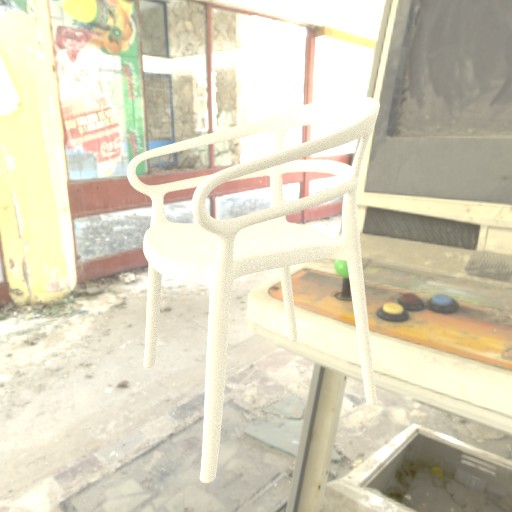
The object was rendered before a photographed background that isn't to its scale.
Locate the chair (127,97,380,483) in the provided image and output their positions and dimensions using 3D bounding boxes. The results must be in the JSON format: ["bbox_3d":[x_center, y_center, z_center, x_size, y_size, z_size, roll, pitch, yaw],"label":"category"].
[{"bbox_3d":[0.000,0.000,1.111,0.527,0.761,0.559,-8,19,-26],"label":"chair"}]
